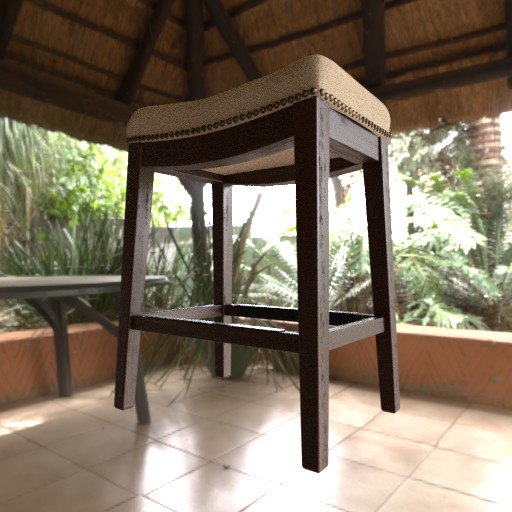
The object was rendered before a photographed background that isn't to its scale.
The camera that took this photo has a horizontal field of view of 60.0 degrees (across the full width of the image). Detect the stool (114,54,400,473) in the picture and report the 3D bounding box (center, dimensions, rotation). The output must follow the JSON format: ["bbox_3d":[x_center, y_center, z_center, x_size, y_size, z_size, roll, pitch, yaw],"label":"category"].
[{"bbox_3d":[0.000,0.000,0.970,0.509,0.669,0.363,-1,-1,37],"label":"stool"}]
